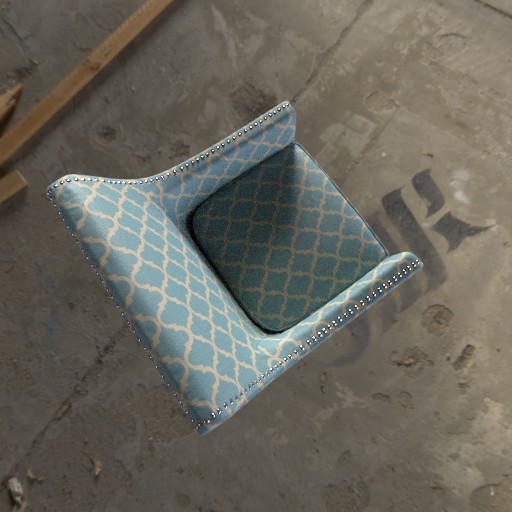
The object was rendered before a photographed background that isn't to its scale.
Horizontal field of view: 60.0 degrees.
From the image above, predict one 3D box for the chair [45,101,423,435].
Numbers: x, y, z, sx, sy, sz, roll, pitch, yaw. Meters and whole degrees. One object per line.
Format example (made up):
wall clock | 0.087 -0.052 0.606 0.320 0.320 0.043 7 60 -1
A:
chair | 0.000 0.000 1.303 0.686 0.817 0.617 -35 78 -8
